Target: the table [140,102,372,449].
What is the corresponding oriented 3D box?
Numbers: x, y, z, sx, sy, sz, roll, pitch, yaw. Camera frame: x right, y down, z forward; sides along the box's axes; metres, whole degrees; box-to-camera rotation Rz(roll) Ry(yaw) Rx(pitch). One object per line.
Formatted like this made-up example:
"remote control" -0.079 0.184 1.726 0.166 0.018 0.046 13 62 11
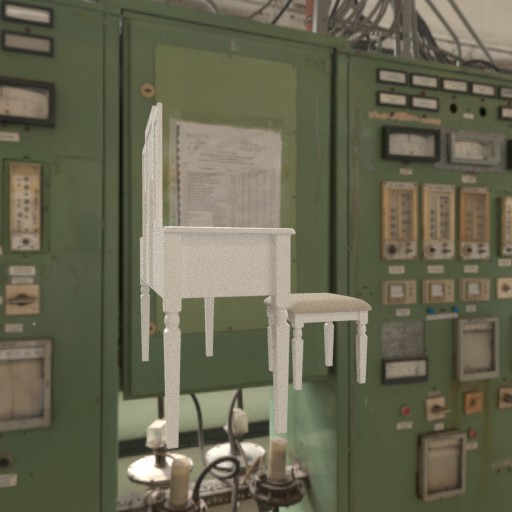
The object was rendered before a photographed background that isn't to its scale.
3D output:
"table" 0.000 0.000 2.302 1.115 1.310 1.369 0 1 -18
